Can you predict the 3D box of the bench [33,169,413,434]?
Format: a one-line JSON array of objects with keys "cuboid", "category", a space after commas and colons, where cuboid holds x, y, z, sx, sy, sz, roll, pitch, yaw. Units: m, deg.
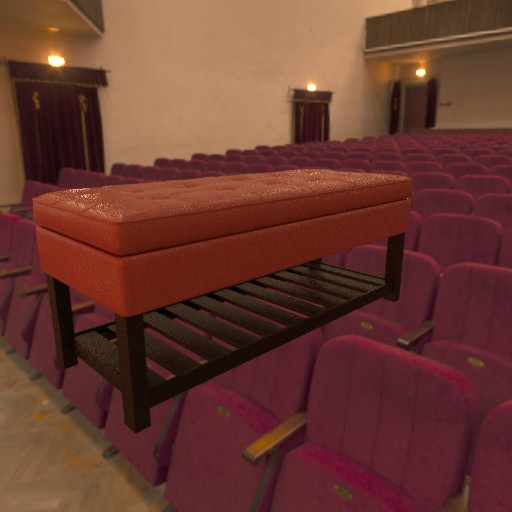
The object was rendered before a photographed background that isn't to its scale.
[{"cuboid": [0.000, 0.000, 1.338, 1.105, 0.460, 0.432, -15, 21, -42], "category": "bench"}]
